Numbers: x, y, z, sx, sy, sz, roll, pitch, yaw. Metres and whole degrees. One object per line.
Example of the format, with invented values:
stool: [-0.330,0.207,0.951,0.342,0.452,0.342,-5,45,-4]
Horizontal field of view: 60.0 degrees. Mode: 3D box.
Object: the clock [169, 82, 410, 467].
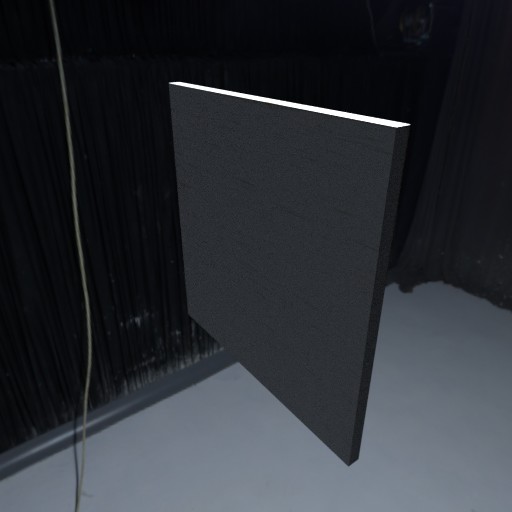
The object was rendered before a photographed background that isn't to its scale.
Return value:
clock: [0.000,0.000,1.041,0.032,0.705,0.705,-19,32,-32]
